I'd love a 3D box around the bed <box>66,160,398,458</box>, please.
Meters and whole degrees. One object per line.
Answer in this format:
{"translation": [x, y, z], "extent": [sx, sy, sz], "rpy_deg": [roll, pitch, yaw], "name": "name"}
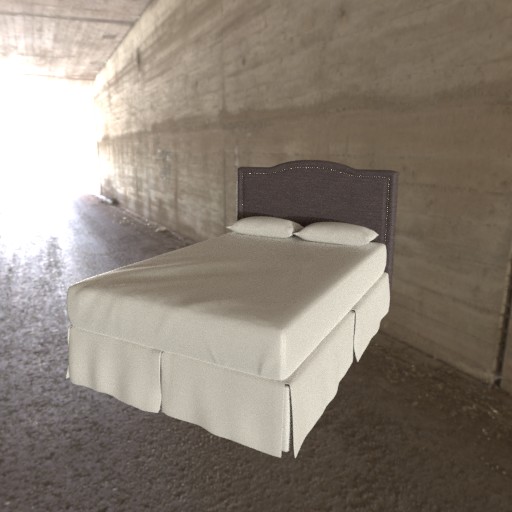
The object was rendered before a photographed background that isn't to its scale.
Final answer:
{"translation": [0.000, 0.000, 3.536], "extent": [1.741, 1.441, 2.507], "rpy_deg": [7, 16, 27], "name": "bed"}
